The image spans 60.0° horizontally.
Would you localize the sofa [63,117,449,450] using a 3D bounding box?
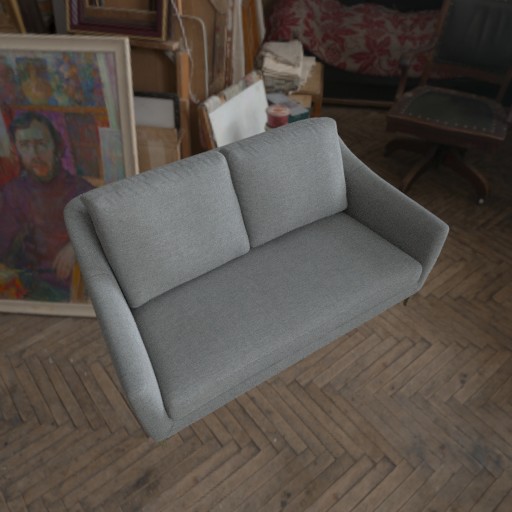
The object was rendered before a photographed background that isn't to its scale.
[{"bbox_3d":[0.000,0.000,2.183,1.619,0.904,0.960,-24,51,-22],"label":"sofa"}]
